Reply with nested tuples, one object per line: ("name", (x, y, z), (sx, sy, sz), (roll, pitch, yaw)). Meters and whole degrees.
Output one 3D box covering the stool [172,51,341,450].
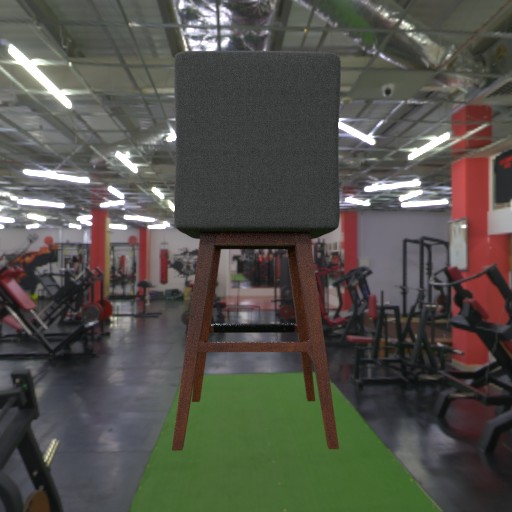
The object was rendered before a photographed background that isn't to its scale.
("stool", (0.000, 0.000, 1.294), (0.447, 0.977, 0.524), (0, -1, -1))
